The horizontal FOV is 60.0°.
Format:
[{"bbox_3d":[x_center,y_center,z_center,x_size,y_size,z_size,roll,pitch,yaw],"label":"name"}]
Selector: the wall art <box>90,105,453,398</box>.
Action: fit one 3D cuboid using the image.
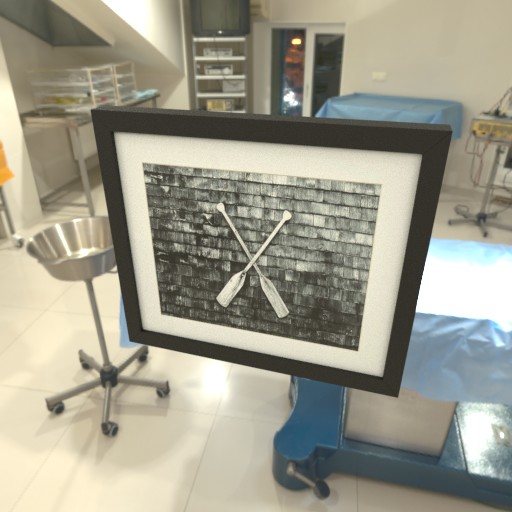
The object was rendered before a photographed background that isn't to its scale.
[{"bbox_3d":[0.000,0.000,0.540,0.381,0.330,0.029,8,29,15],"label":"wall art"}]
